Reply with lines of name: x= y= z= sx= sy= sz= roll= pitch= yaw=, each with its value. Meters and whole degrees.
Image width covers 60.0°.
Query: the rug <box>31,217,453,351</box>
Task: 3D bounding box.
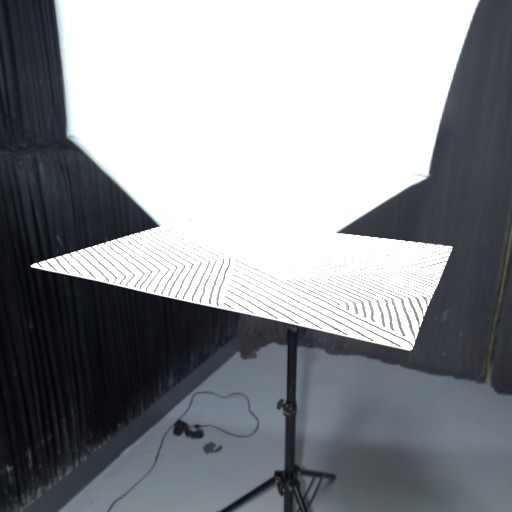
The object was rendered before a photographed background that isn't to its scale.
rug: x=0.000 y=0.000 z=3.177 sx=2.449 sy=0.028 sz=1.829 roll=9 pitch=19 yaw=27
